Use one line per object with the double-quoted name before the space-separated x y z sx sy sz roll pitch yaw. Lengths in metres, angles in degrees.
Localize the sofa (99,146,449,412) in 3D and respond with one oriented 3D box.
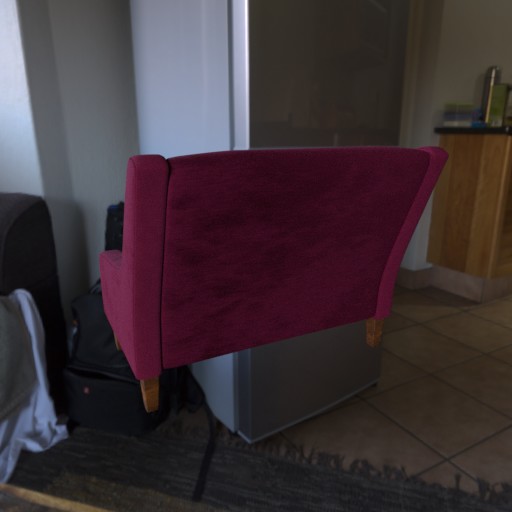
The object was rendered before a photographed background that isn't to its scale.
"sofa" 0.000 0.000 1.993 1.242 0.976 0.946 -8 18 -27
